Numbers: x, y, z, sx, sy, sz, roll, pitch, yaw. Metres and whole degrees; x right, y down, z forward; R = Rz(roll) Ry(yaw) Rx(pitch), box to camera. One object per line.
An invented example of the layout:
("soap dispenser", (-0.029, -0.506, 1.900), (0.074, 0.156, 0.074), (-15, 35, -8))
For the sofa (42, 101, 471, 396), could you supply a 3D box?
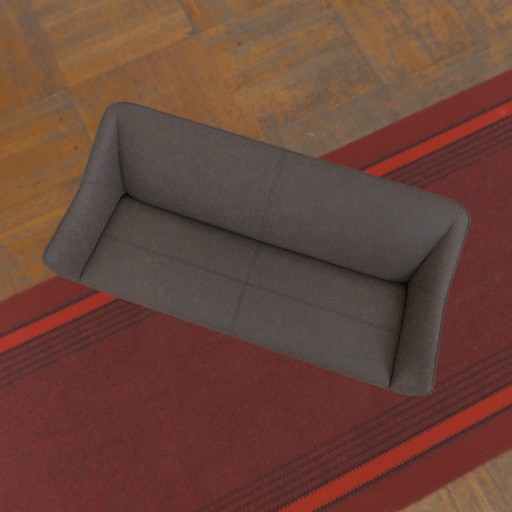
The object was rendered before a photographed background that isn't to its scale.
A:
("sofa", (0.000, 0.000, 2.335), (1.928, 0.831, 0.869), (18, 75, 5))
